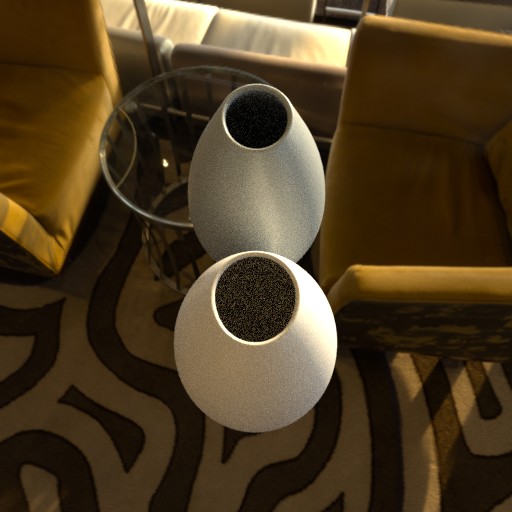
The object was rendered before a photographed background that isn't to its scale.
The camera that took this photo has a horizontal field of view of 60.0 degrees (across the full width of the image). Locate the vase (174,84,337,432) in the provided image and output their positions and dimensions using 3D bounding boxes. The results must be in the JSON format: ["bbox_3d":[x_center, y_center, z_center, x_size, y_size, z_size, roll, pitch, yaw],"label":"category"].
[{"bbox_3d":[0.000,0.000,0.257,0.089,0.131,0.187,0,63,0],"label":"vase"}]
